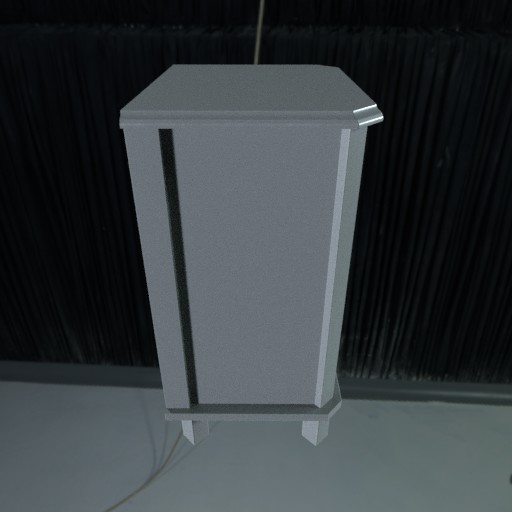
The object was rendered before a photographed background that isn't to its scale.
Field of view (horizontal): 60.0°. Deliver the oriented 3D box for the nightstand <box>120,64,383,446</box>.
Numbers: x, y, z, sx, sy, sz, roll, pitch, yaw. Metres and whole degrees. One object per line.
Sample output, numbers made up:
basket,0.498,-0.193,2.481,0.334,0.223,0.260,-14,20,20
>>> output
nightstand,0.000,0.000,0.919,0.348,0.680,0.435,0,31,0
